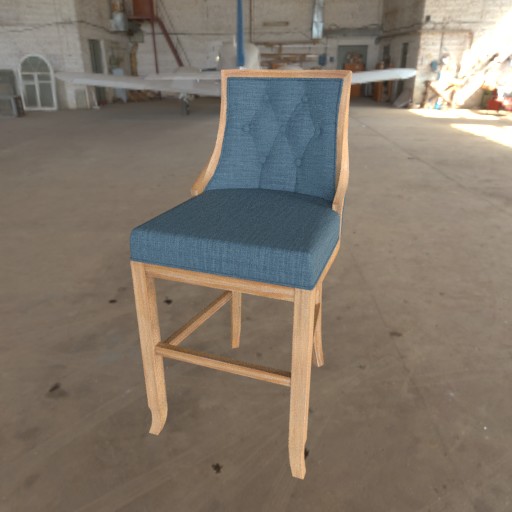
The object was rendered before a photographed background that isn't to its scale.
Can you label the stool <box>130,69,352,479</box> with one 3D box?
[{"bbox_3d":[0.000,0.000,1.430,0.524,1.101,0.626,8,25,18],"label":"stool"}]
